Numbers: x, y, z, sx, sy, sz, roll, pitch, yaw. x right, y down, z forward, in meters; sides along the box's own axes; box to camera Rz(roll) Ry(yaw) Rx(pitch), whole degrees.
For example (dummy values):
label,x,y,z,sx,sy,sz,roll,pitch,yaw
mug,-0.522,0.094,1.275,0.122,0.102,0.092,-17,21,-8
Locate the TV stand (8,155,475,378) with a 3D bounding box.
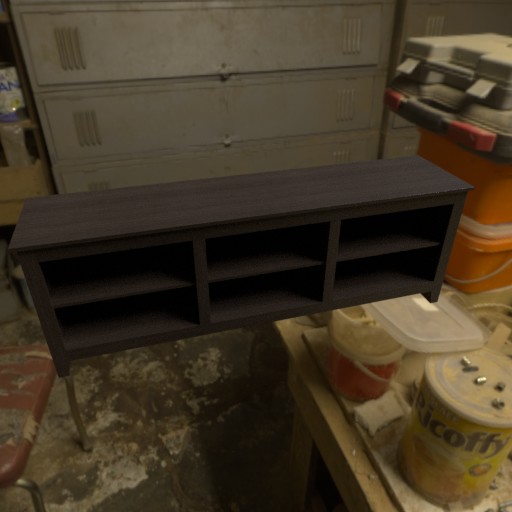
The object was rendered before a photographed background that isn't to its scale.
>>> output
label,x,y,z,sx,sy,sz,roll,pitch,yaw
TV stand,0.000,0.000,1.961,1.778,0.610,0.406,-9,33,-14
